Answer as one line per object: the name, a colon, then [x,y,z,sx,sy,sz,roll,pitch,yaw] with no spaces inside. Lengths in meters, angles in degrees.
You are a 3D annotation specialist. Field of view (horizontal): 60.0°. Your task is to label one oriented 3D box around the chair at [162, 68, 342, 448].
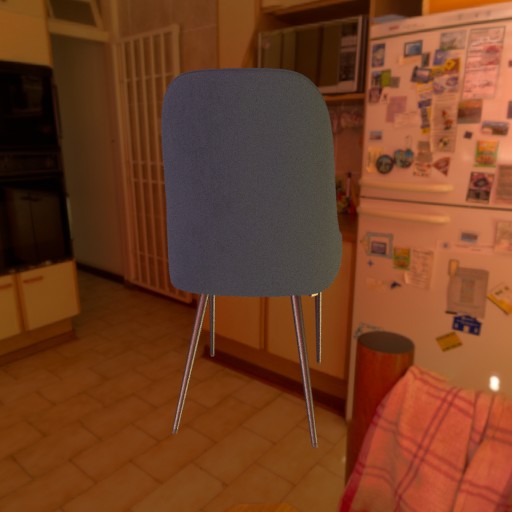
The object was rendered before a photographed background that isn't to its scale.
chair: [0.000,0.000,1.233,0.478,0.896,0.559,2,15,8]
